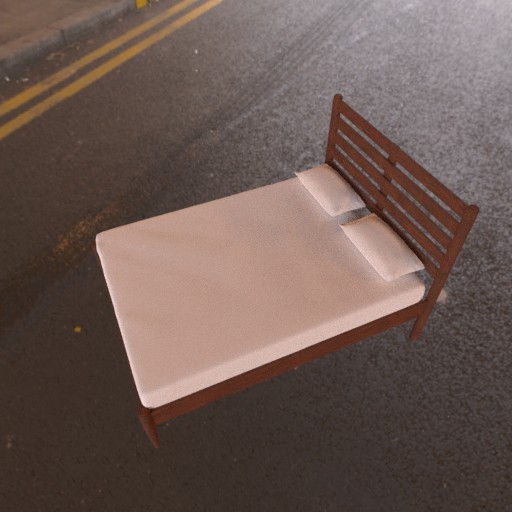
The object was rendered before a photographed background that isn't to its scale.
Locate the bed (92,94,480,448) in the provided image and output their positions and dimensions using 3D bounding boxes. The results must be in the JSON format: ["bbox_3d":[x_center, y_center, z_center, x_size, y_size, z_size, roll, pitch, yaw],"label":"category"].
[{"bbox_3d":[0.000,0.000,3.118,2.093,1.304,1.509,-18,49,-16],"label":"bed"}]
